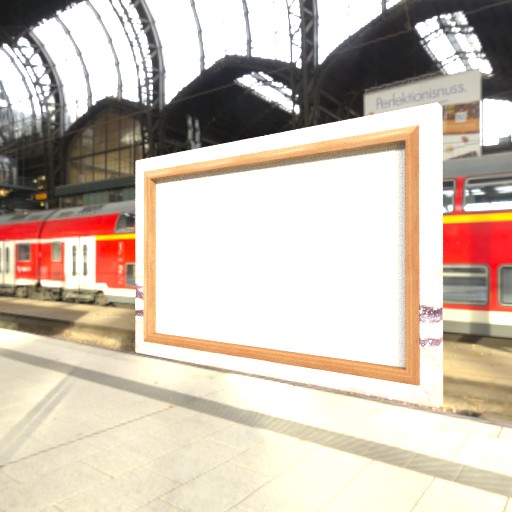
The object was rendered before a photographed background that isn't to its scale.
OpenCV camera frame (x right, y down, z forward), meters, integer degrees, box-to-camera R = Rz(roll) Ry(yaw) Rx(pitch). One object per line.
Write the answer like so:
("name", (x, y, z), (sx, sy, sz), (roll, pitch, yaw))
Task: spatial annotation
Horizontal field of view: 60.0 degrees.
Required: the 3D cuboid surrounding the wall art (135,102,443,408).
("wall art", (0.000, 0.000, 1.158), (0.913, 0.609, 0.038), (0, 0, 35))
